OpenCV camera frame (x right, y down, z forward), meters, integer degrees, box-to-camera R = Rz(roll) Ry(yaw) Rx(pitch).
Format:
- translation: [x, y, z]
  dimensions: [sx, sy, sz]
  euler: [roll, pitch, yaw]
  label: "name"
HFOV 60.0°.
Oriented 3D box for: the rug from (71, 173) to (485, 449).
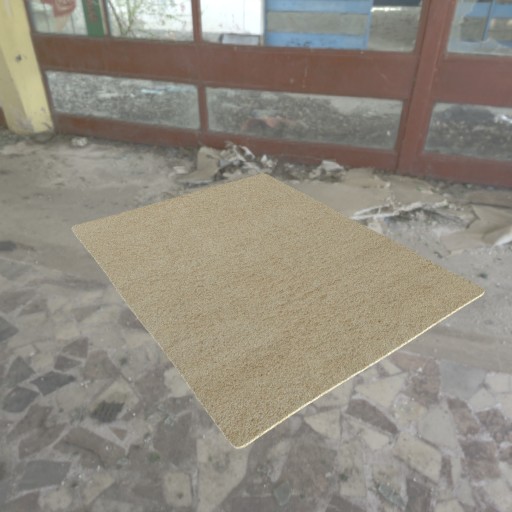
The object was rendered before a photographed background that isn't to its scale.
- translation: [0.000, 0.000, 3.970]
  dimensions: [2.401, 0.025, 3.001]
  euler: [-21, 38, -29]
  label: "rug"
